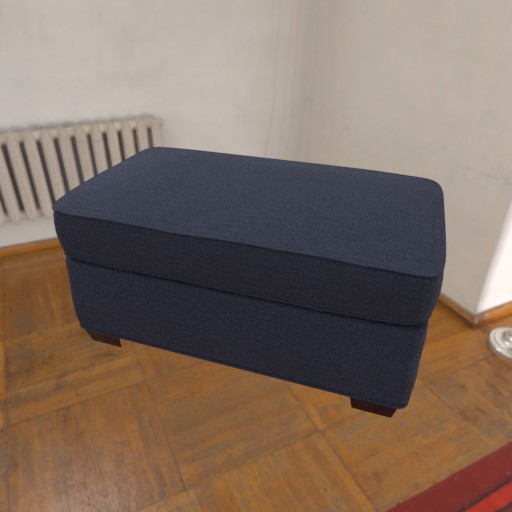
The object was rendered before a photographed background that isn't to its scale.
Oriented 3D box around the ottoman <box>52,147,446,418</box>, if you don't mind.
[{"bbox_3d":[0.000,0.000,1.202,0.895,0.453,0.505,10,33,16],"label":"ottoman"}]
